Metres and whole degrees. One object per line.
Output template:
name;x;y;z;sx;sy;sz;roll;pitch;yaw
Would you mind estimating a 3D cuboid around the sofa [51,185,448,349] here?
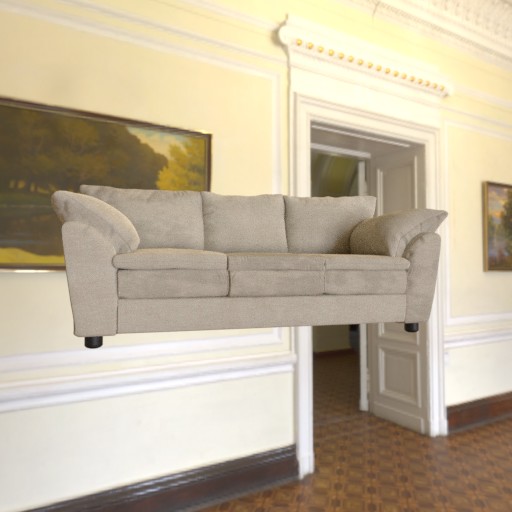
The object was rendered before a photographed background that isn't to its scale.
sofa;0.000;0.000;2.899;2.377;0.981;0.893;1;-2;-18
